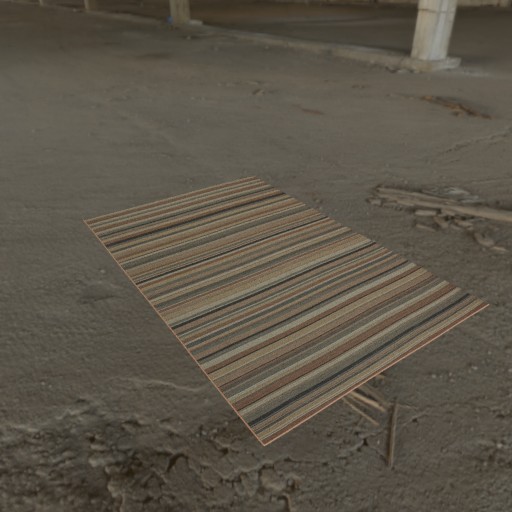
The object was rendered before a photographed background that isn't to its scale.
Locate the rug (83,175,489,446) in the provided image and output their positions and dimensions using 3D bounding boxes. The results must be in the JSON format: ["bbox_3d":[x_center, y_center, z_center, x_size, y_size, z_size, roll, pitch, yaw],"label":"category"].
[{"bbox_3d":[0.000,0.000,2.284,1.219,0.008,1.829,-20,37,-29],"label":"rug"}]
